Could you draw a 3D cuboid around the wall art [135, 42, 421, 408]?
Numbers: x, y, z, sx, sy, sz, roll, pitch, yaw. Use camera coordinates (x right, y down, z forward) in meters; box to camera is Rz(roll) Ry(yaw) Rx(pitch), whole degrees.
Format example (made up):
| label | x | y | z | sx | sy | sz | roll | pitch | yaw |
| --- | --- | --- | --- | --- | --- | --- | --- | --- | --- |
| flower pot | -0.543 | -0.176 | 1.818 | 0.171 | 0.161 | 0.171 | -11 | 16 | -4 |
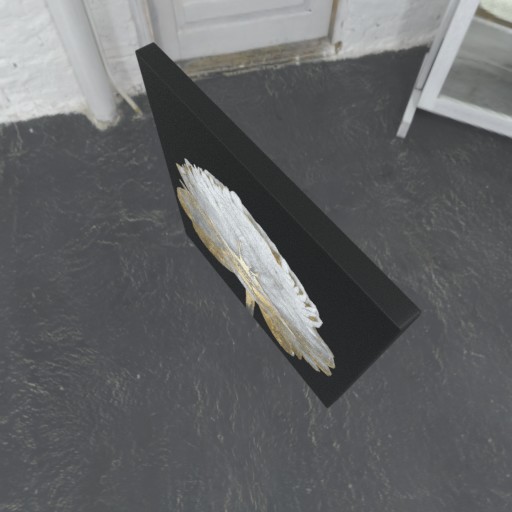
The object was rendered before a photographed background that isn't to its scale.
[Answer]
| label | x | y | z | sx | sy | sz | roll | pitch | yaw |
| --- | --- | --- | --- | --- | --- | --- | --- | --- | --- |
| wall art | 0.000 | 0.000 | 0.904 | 0.043 | 0.611 | 0.610 | -34 | 68 | -16 |
